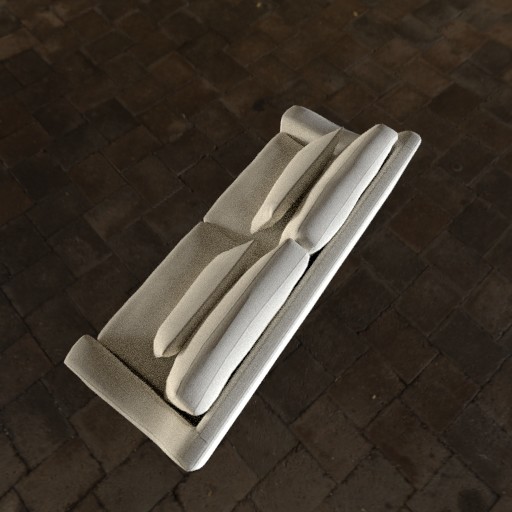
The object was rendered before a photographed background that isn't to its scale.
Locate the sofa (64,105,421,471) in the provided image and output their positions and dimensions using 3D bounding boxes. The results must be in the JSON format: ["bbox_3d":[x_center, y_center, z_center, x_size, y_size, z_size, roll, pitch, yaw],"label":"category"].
[{"bbox_3d":[0.000,0.000,2.915,1.009,1.022,2.470,32,67,15],"label":"sofa"}]
